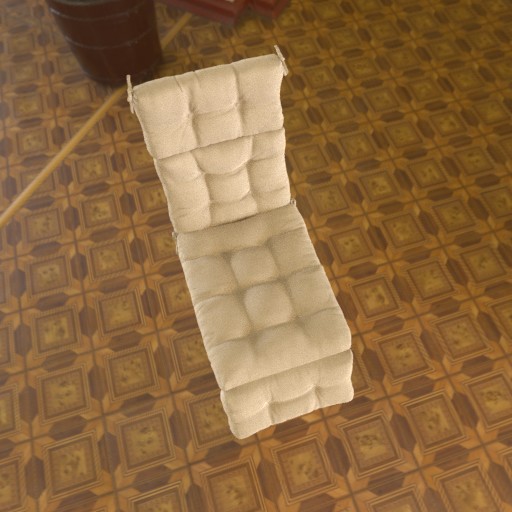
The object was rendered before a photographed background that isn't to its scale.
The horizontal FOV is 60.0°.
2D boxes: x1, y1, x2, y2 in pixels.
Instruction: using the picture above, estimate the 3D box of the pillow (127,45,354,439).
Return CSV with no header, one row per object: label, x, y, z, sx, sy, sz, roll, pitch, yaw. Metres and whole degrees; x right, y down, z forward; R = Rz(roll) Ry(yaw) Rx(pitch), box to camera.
pillow,0.000,0.000,1.520,0.526,0.863,1.016,-16,64,-8
